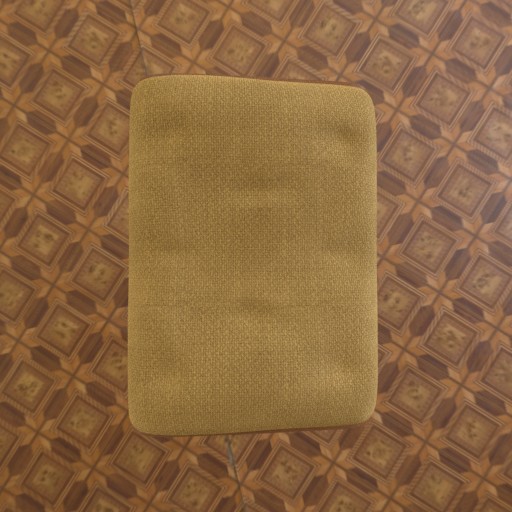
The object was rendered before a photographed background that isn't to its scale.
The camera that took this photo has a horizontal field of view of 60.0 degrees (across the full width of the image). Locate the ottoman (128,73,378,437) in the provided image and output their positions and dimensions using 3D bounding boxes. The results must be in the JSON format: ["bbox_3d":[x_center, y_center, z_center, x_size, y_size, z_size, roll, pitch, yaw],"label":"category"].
[{"bbox_3d":[0.000,0.000,0.798,0.394,0.391,0.520,0,89,2],"label":"ottoman"}]
